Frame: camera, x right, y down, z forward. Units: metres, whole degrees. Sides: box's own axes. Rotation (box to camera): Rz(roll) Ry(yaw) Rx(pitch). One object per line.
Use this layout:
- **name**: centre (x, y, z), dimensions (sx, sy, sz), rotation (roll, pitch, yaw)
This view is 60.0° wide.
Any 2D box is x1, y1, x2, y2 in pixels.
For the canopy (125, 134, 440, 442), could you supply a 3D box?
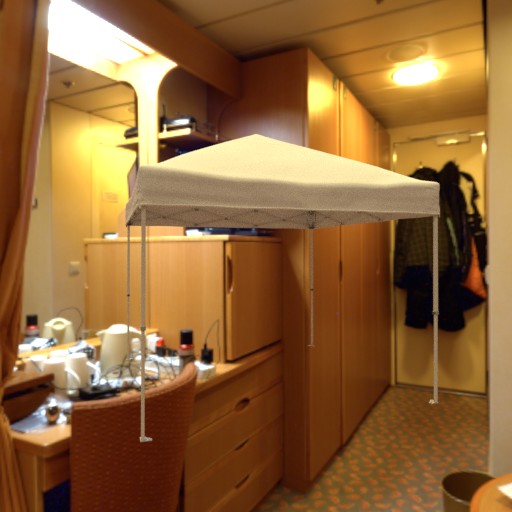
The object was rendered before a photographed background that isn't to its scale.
- **canopy**: centre (0.000, 0.000, 5.465), dimensions (2.996, 2.997, 2.998), rotation (0, 1, -18)
